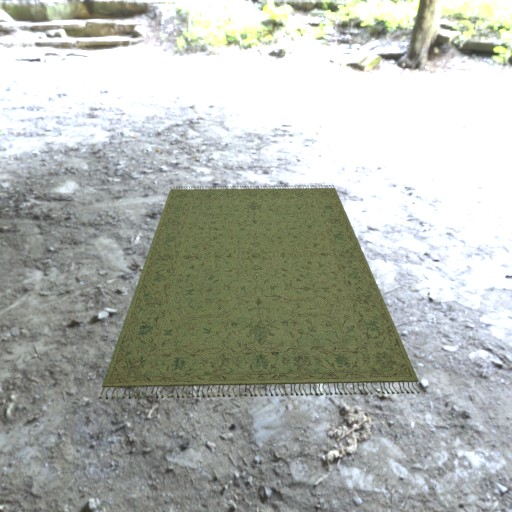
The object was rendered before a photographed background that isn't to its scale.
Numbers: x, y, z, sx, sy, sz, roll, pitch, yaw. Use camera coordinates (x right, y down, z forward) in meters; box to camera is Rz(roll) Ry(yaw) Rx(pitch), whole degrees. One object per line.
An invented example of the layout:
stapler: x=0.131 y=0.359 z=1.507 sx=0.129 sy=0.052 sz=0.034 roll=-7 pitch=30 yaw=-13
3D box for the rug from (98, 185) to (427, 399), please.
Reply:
rug: x=0.000 y=0.000 z=3.072 sx=1.544 sy=0.010 sz=2.435 roll=-1 pitch=32 yaw=-1
